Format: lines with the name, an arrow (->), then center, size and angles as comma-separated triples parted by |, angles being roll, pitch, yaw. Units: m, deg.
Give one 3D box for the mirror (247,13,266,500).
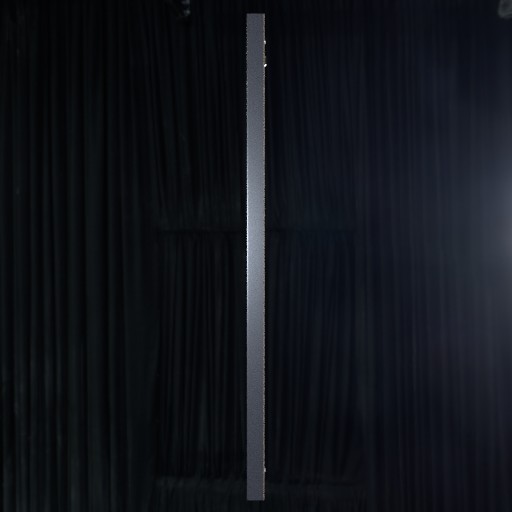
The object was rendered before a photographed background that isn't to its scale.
mirror -> 0.000, 0.000, 1.306 | 0.040, 1.016, 0.762 | 0, 1, 0
